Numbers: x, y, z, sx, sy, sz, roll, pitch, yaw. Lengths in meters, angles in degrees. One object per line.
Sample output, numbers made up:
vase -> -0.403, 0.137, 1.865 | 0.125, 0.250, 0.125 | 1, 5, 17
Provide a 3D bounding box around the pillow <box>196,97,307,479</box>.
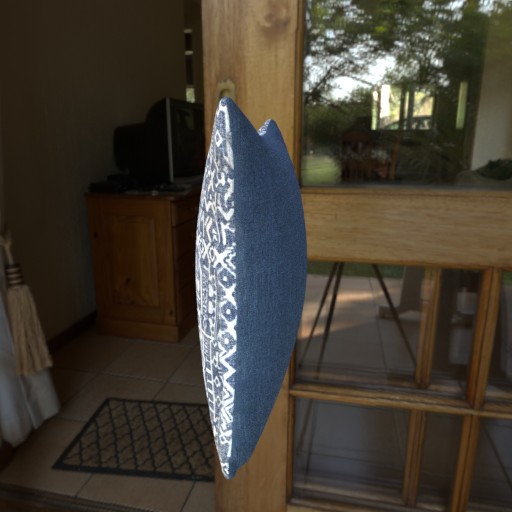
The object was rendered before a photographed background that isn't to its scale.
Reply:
pillow -> 0.000, 0.000, 0.782 | 0.180, 0.487, 0.546 | 2, 15, 7
